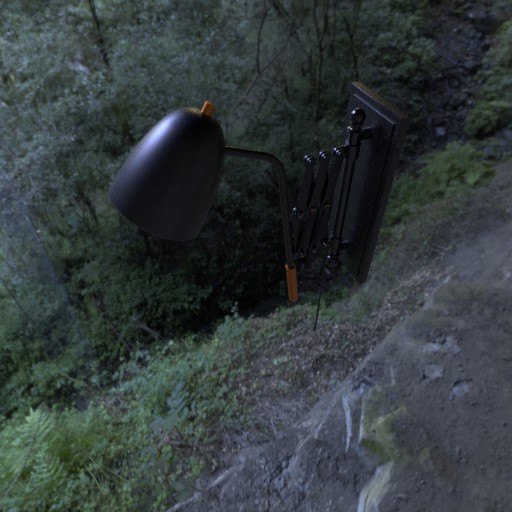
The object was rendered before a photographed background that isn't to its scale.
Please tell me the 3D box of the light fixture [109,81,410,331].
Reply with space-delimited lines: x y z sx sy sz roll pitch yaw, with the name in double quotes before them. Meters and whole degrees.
"light fixture" 0.000 0.000 0.929 0.499 0.715 0.162 -18 48 -17
